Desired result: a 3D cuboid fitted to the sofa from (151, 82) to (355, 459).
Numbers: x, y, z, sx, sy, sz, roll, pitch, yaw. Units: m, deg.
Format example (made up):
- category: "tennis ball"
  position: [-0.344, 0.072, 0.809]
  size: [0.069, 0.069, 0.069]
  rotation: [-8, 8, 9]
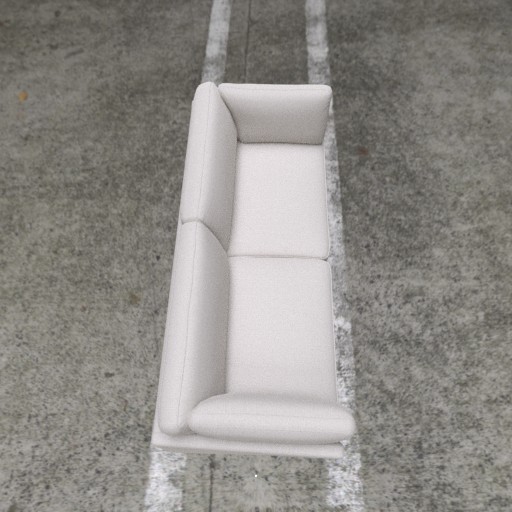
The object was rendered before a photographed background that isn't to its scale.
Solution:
- category: "sofa"
  position: [0.000, 0.000, 2.771]
  size: [0.957, 0.863, 2.301]
  rotation: [1, 64, 1]
